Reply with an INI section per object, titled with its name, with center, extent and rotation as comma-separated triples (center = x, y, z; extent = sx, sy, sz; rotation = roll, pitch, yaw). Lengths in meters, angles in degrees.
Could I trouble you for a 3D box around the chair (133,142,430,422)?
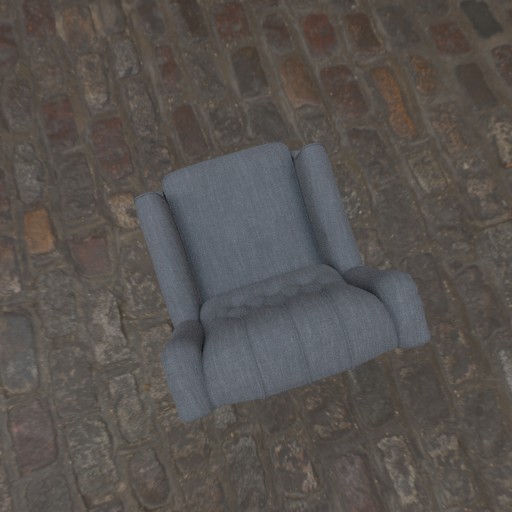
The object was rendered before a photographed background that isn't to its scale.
[chair]
center = 0.000, 0.000, 1.630
extent = 0.742, 1.035, 0.898
rotation = -17, 78, -4
